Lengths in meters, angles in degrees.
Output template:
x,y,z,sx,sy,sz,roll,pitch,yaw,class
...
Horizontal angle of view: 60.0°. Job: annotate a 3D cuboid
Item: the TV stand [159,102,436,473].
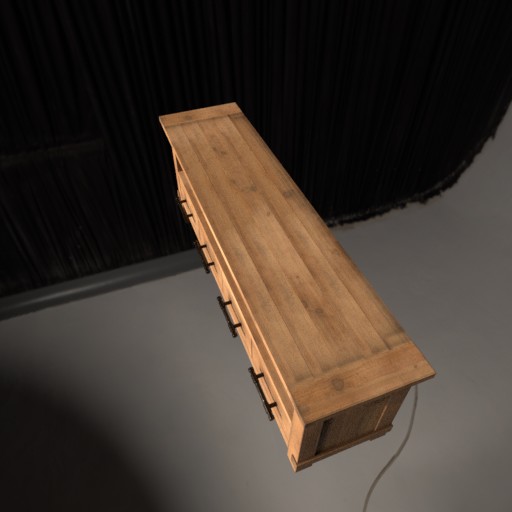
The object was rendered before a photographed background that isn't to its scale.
x,y,z,sx,sy,sz,roll,pitch,yaw,class
0.000,0.000,2.047,0.453,0.573,1.804,-16,48,-15,TV stand
